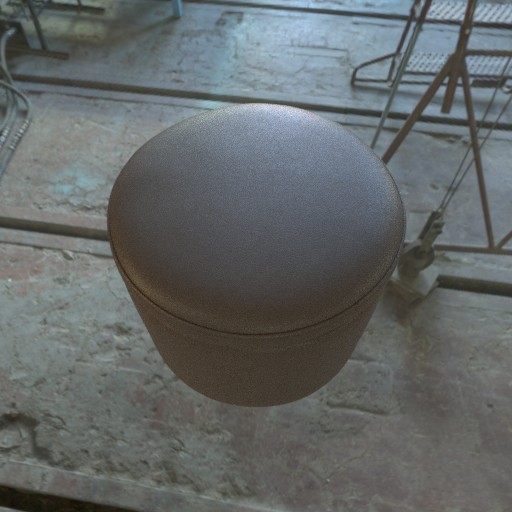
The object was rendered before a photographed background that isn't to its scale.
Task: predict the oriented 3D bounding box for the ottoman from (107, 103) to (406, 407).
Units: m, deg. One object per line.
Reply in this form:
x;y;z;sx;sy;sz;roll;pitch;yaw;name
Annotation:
0.000;0.000;0.883;0.500;0.409;0.500;0;56;0;ottoman
